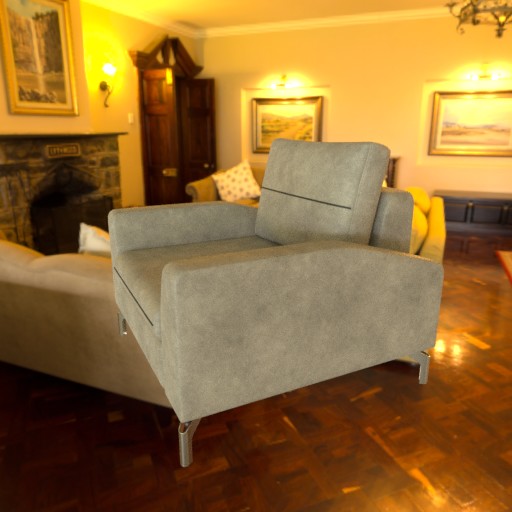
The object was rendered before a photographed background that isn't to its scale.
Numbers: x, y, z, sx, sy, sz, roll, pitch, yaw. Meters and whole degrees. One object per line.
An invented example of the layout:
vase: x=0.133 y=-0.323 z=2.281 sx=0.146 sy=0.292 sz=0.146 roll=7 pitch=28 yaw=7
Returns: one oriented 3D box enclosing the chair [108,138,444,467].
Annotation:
chair: x=0.000 y=0.000 z=1.585 sx=0.900 sy=0.800 sz=0.900 roll=-8 pitch=18 yaw=-26
